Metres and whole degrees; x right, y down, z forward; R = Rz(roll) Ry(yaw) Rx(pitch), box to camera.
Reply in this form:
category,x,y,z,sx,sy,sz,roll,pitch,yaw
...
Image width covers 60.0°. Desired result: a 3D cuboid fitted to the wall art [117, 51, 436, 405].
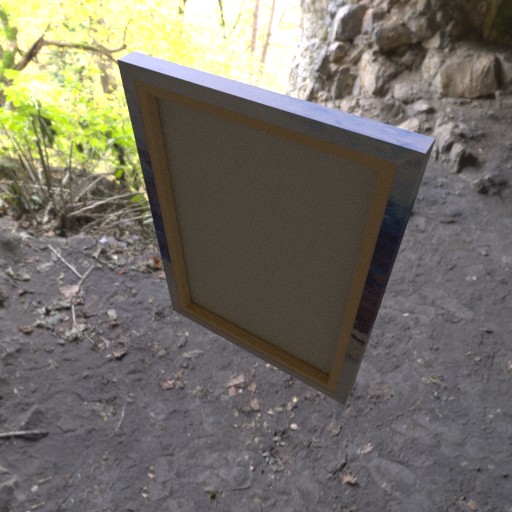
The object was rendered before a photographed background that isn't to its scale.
category,x,y,z,sx,sy,sz,roll,pitch,yaw
wall art,0.000,0.000,0.758,0.437,0.581,0.036,25,51,22
